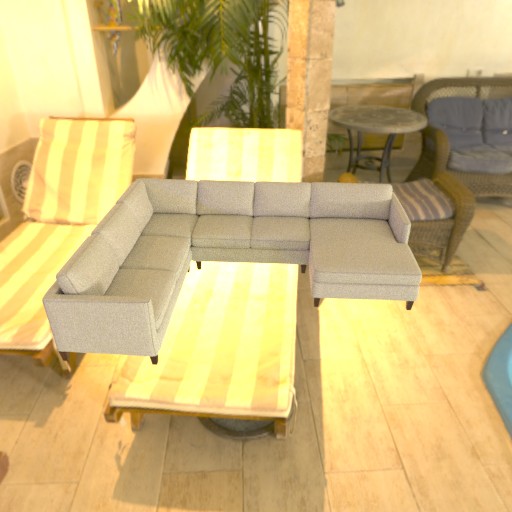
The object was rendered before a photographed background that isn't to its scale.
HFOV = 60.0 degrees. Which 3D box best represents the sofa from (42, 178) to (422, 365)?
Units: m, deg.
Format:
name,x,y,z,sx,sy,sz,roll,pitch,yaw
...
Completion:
name,x,y,z,sx,sy,sz,roll,pitch,yaw
sofa,0.000,0.000,4.727,3.403,0.889,2.551,2,30,3
